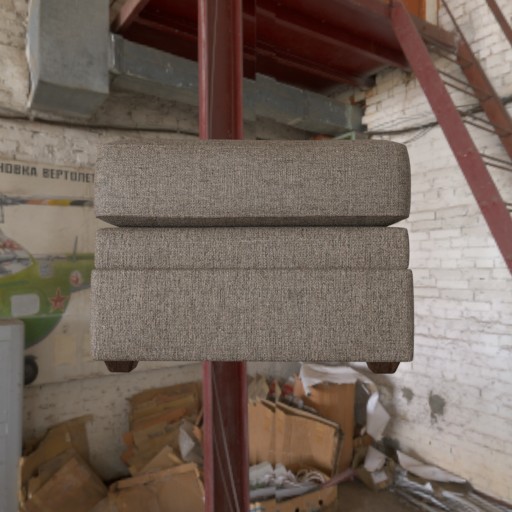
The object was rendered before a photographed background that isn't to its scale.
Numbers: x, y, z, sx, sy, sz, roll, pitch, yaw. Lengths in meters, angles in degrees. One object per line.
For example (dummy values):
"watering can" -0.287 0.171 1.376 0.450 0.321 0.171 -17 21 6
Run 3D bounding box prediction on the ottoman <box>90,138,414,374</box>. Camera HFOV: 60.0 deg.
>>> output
"ottoman" 0.000 0.000 1.254 0.637 0.478 0.885 0 -2 1
